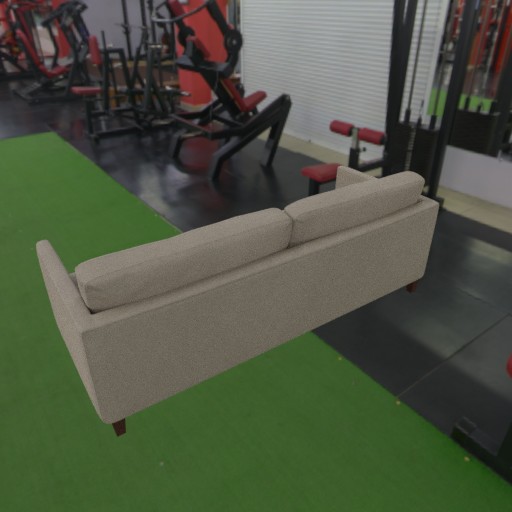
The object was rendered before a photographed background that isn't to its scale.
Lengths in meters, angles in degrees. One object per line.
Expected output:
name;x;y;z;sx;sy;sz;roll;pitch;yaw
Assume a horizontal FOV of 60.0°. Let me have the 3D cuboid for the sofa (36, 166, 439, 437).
sofa;0.000;0.000;2.861;2.404;0.912;0.988;-19;35;-29
